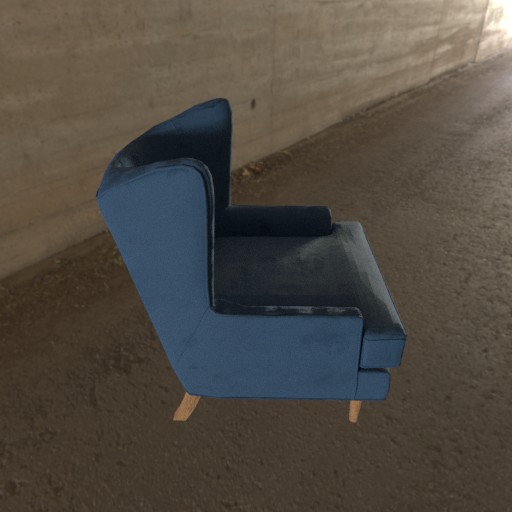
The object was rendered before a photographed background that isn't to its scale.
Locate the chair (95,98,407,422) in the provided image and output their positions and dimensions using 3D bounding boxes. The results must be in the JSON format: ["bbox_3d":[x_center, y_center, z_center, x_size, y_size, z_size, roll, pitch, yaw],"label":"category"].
[{"bbox_3d":[0.000,0.000,1.597,0.910,0.952,0.793,1,30,1],"label":"chair"}]
